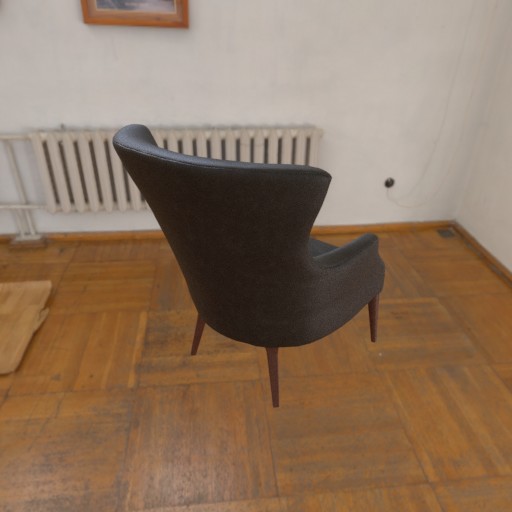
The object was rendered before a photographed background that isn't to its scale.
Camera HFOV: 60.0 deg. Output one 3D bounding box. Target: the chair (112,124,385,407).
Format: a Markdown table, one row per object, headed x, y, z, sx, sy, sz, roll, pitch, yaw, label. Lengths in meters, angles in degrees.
| x | y | z | sx | sy | sz | roll | pitch | yaw | label |
| --- | --- | --- | --- | --- | --- | --- | --- | --- | --- |
| 0.000 | 0.000 | 1.755 | 0.819 | 1.068 | 0.954 | 22 | 37 | 33 | chair |
